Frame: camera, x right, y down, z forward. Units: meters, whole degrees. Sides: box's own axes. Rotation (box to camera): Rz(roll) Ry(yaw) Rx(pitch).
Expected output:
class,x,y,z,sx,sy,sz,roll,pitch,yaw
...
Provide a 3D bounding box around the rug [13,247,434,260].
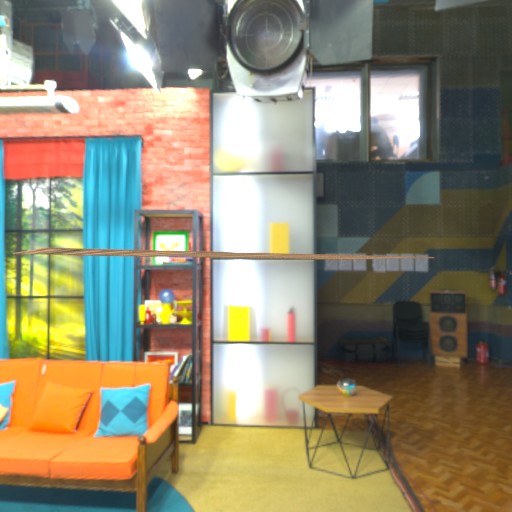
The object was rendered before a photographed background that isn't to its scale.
class,x,y,z,sx,sy,sz,roll,pitch,yaw
rug,0.000,0.000,2.616,2.444,0.010,0.799,1,-2,-36
